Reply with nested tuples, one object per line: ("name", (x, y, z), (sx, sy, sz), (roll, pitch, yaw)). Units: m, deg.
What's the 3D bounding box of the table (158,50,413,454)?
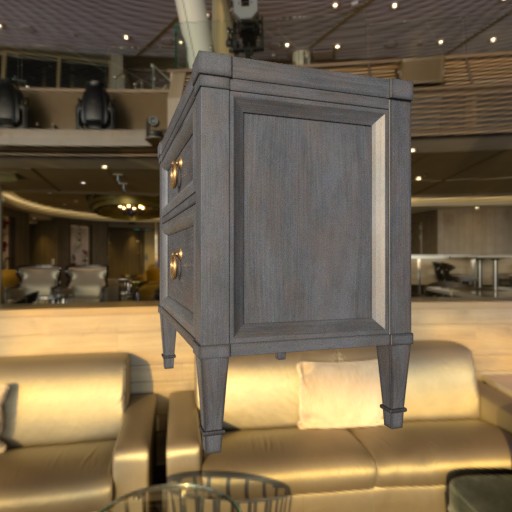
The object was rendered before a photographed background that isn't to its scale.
("table", (0.000, 0.000, 1.087), (0.413, 0.660, 0.660), (0, 0, -18))
